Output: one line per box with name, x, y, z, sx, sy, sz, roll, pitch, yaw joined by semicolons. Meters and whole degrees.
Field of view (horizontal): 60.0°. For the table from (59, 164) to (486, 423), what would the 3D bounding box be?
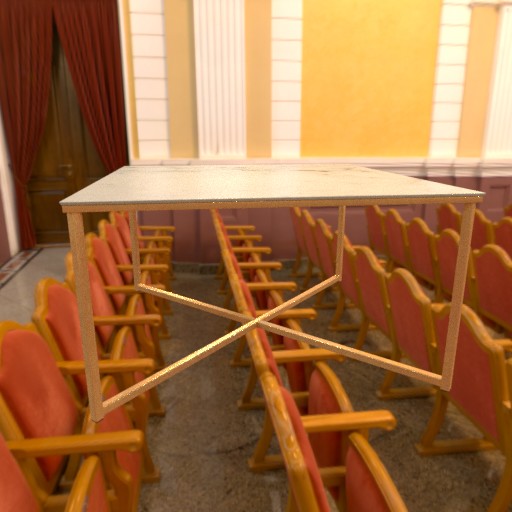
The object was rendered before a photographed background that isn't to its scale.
table;0.000;0.000;1.259;0.800;0.450;0.800;-2;16;-8
